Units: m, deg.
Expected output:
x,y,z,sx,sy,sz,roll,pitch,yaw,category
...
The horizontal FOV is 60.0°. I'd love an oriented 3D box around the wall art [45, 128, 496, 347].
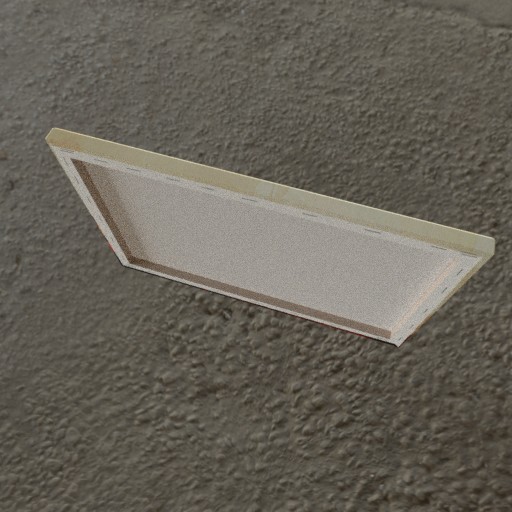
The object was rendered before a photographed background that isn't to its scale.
x,y,z,sx,sy,sz,roll,pitch,yaw,category
0.000,0.000,1.141,0.918,0.602,0.038,16,64,8,wall art
